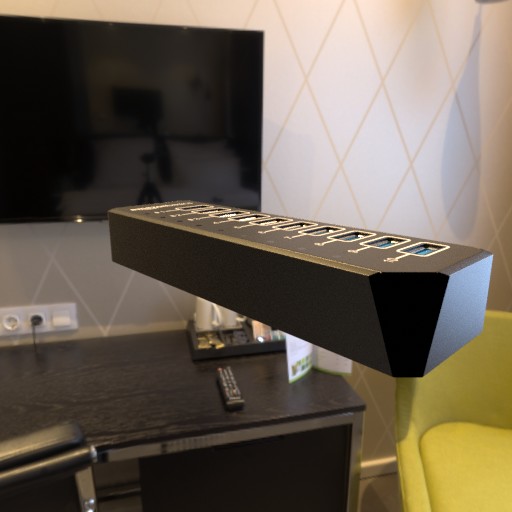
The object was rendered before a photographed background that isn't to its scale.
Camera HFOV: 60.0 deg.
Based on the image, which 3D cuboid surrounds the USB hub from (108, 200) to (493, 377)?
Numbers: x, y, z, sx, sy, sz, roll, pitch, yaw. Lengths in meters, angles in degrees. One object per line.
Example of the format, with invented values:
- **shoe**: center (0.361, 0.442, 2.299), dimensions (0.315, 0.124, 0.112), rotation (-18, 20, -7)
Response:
- **USB hub**: center (0.000, 0.000, 0.159), dimensions (0.044, 0.023, 0.145), rotation (-14, 20, -42)
